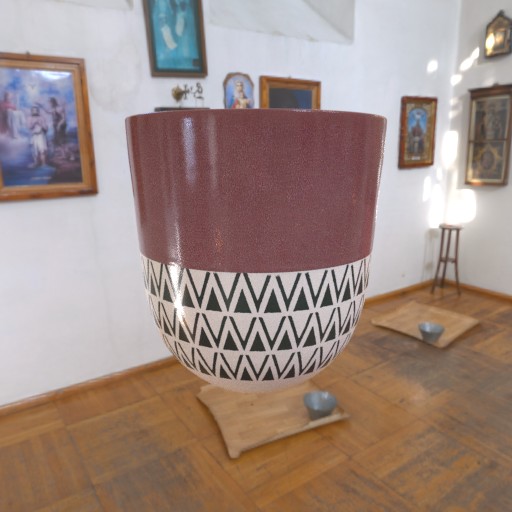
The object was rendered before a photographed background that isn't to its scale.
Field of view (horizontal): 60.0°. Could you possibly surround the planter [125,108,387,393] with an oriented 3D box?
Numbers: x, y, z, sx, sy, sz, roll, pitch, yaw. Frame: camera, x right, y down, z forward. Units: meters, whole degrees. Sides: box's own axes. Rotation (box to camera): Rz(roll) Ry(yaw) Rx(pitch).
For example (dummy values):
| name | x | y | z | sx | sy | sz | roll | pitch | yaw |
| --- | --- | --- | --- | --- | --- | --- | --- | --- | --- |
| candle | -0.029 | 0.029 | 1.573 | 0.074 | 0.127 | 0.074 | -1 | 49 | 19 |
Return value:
| name | x | y | z | sx | sy | sz | roll | pitch | yaw |
| --- | --- | --- | --- | --- | --- | --- | --- | --- | --- |
| planter | 0.000 | 0.000 | 0.366 | 0.195 | 0.214 | 0.195 | 0 | 13 | 0 |
